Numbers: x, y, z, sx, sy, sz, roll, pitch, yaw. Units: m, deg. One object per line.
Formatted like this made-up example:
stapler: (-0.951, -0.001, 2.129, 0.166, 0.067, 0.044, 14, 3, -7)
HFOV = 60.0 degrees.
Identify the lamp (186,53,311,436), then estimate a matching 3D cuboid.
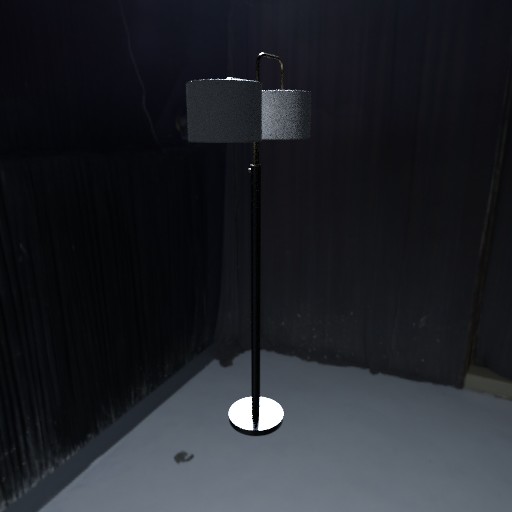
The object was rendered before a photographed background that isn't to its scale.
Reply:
lamp: (0.000, 0.000, 1.863, 0.254, 1.587, 0.711, 8, 18, 27)
